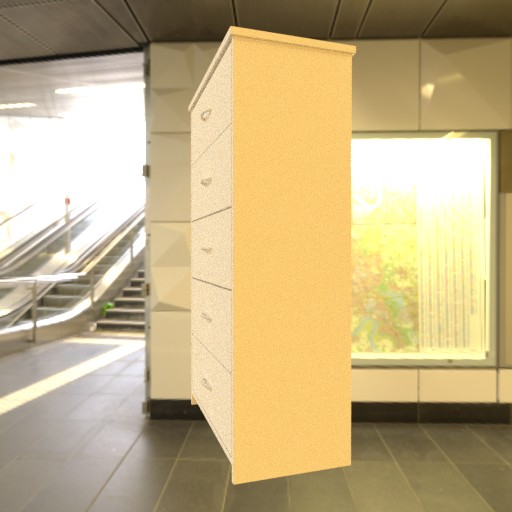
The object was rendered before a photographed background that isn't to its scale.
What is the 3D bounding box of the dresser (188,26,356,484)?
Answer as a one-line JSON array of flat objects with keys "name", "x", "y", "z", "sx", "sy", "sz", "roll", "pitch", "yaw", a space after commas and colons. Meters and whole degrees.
[{"name": "dresser", "x": 0.000, "y": 0.000, "z": 1.599, "sx": 0.399, "sy": 1.255, "sz": 0.704, "roll": 0, "pitch": 1, "yaw": -18}]
